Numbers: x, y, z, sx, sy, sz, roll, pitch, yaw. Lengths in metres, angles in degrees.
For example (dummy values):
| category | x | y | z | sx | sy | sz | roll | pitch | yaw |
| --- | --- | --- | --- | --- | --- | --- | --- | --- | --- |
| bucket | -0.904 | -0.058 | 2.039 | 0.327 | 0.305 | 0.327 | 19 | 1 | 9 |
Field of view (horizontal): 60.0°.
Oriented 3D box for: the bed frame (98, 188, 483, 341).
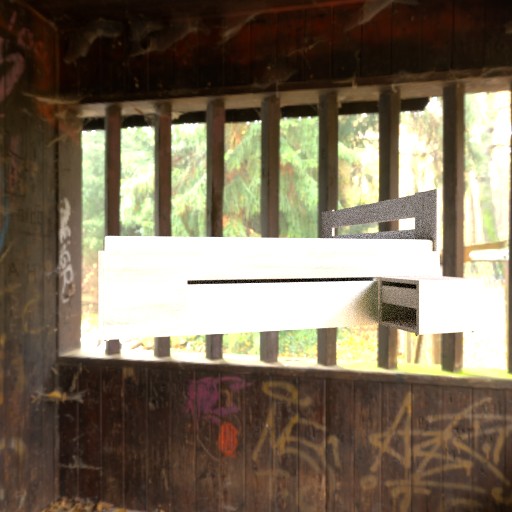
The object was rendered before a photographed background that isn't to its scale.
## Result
| category | x | y | z | sx | sy | sz | roll | pitch | yaw |
| --- | --- | --- | --- | --- | --- | --- | --- | --- | --- |
| bed frame | 0.000 | 0.000 | 3.131 | 2.050 | 0.860 | 2.040 | 0 | 0 | -17 |
